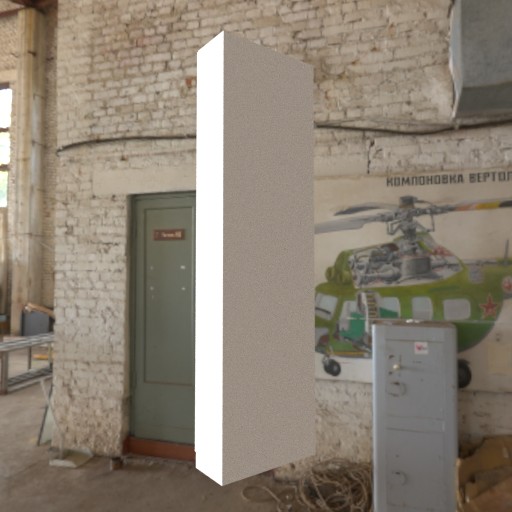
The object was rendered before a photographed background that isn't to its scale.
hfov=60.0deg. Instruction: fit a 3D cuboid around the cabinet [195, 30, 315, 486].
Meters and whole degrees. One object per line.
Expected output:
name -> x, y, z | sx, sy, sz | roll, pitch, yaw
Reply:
cabinet -> 0.000, 0.000, 1.983 | 0.500, 1.790, 0.230 | 2, -3, -37
